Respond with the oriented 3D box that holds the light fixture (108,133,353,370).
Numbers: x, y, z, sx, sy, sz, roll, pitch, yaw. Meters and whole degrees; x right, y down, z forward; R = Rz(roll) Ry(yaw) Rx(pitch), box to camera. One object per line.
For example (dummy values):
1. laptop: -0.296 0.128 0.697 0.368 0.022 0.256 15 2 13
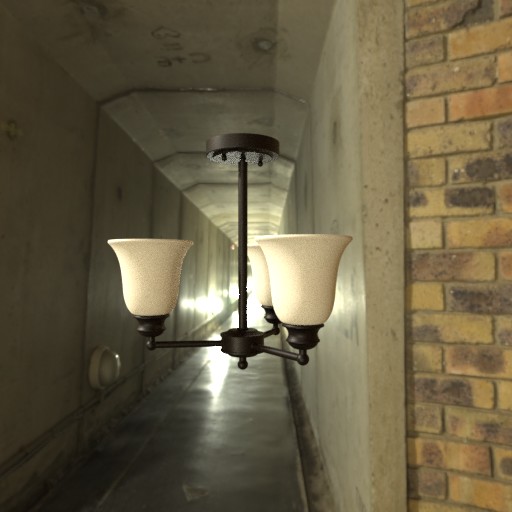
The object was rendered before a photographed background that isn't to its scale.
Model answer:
1. light fixture: 0.000 0.000 0.696 0.388 0.370 0.354 1 -1 -36
